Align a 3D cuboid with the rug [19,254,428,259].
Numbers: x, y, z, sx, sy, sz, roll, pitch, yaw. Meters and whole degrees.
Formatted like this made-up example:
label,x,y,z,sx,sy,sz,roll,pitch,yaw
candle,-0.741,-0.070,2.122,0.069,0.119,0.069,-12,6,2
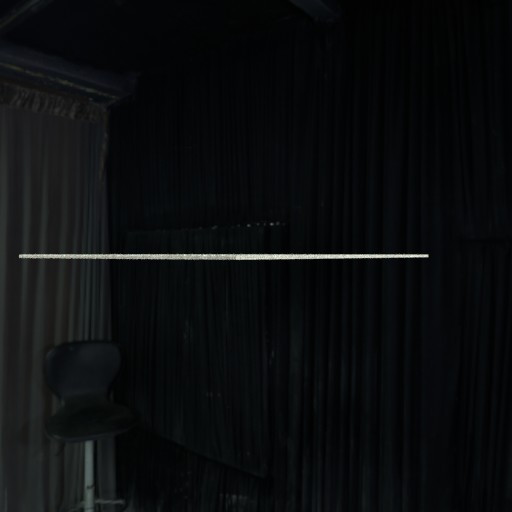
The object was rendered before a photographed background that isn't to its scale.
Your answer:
label,x,y,z,sx,sy,sz,roll,pitch,yaw
rug,0.000,0.000,2.877,1.532,0.018,2.297,0,0,37
